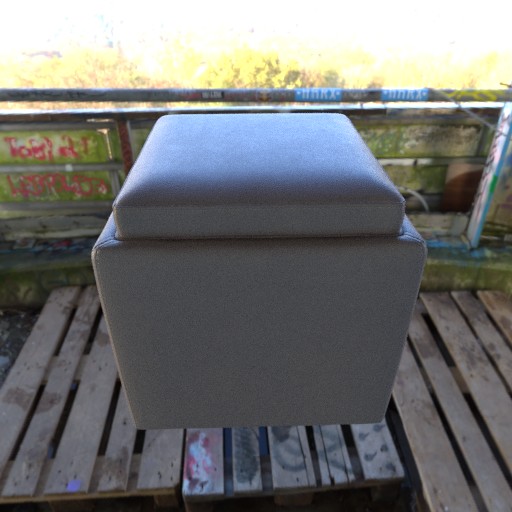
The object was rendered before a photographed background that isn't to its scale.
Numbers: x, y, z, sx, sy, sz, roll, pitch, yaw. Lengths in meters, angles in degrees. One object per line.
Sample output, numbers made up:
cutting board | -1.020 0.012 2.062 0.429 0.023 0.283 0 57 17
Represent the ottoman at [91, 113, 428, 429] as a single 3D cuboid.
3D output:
ottoman | 0.000 0.000 0.831 0.450 0.460 0.451 -1 34 -1
